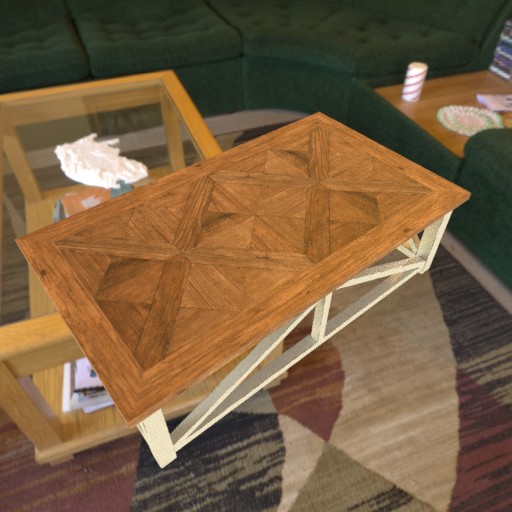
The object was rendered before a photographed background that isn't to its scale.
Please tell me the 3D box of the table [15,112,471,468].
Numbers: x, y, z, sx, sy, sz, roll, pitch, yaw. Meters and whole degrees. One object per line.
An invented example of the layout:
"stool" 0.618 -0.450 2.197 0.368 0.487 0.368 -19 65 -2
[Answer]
"table" 0.000 0.000 1.696 1.400 0.410 0.800 -30 52 -26
